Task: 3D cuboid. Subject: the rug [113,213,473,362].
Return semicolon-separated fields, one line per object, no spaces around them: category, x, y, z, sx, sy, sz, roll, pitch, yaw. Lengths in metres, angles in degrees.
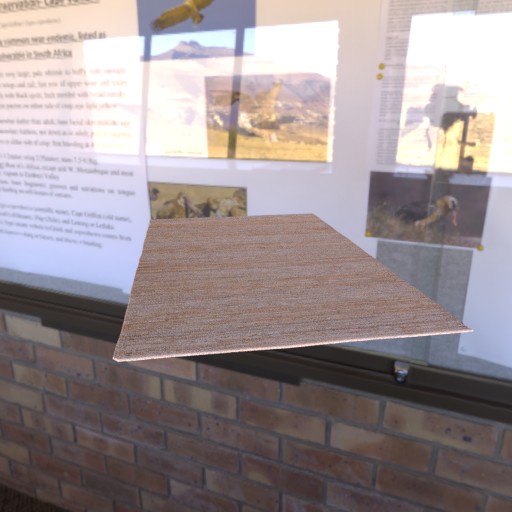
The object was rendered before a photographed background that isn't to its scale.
rug;0.000;0.000;2.961;1.529;0.009;2.446;-3;18;-9
